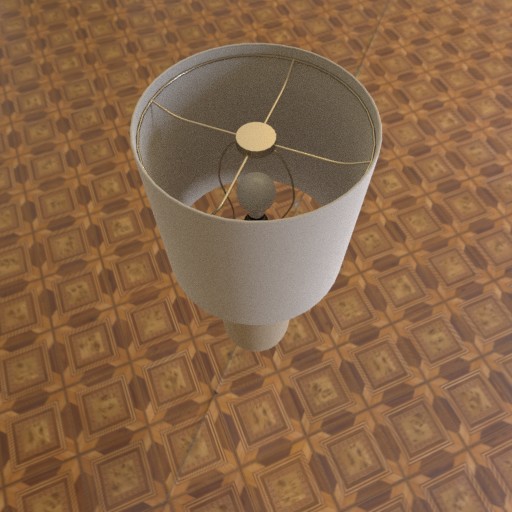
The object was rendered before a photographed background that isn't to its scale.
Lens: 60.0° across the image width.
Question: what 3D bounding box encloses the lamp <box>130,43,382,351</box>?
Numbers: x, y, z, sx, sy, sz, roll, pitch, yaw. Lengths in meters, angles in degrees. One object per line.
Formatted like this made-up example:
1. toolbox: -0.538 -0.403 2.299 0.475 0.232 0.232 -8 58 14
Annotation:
1. lamp: 0.000 0.000 0.595 0.220 0.475 0.220 31 64 17
